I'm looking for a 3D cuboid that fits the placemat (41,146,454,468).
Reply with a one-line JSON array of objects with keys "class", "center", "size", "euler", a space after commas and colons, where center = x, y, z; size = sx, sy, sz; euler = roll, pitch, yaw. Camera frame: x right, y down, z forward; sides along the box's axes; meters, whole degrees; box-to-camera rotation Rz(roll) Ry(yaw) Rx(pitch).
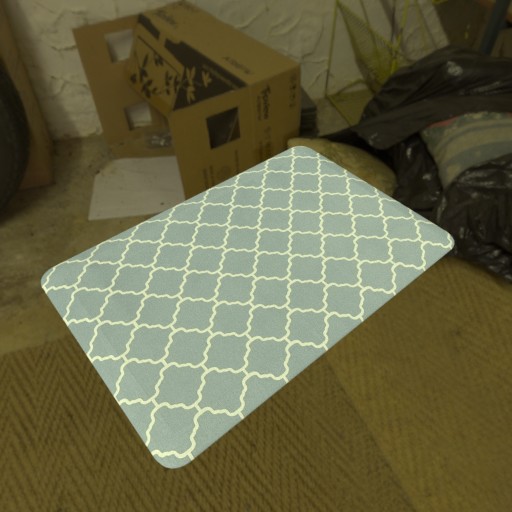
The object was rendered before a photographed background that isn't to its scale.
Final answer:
[{"class": "placemat", "center": [0.000, 0.000, 0.942], "size": [0.762, 0.021, 0.508], "euler": [-32, 55, -26]}]
